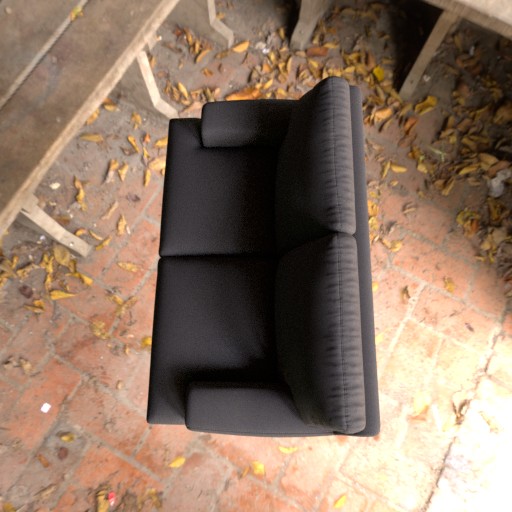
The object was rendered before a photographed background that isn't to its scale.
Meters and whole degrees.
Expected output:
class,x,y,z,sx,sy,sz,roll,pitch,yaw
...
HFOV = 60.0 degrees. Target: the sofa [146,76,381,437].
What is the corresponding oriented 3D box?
class,x,y,z,sx,sy,sz,roll,pitch,yaw
sofa,0.000,0.000,2.489,1.143,0.940,1.880,1,74,0
